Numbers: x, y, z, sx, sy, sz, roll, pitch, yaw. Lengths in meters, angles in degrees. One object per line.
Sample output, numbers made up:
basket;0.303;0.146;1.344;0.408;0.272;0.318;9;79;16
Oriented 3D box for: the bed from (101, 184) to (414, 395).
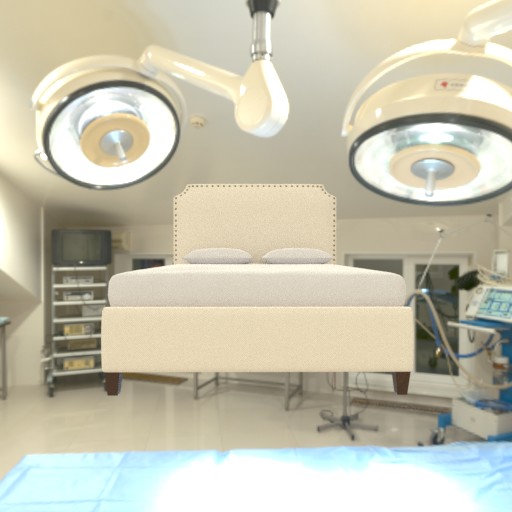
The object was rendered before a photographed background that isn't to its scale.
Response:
bed;0.000;0.000;3.547;1.712;1.497;2.372;0;0;0
